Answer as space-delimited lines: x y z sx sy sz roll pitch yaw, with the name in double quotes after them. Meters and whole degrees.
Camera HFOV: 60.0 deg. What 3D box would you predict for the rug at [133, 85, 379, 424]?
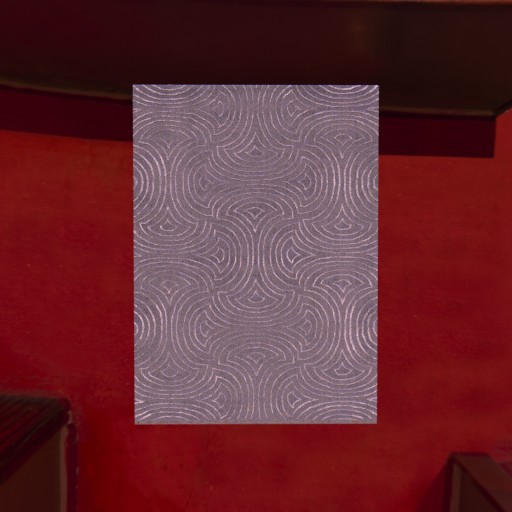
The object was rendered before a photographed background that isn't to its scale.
0.000 0.000 2.805 1.543 0.015 2.144 0 91 0 "rug"
